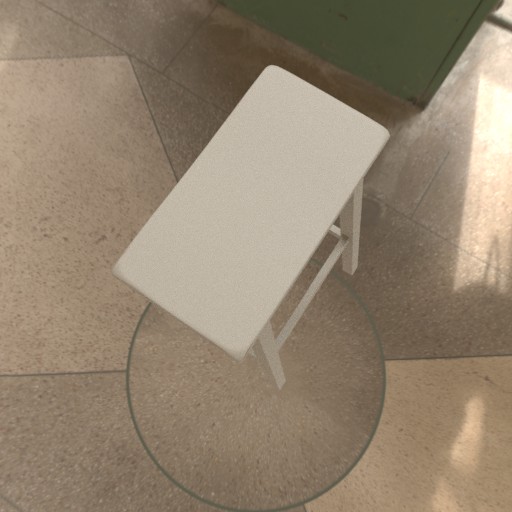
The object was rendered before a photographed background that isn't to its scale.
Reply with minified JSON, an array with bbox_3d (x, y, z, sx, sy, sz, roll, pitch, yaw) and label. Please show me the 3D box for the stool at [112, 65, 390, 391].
[{"bbox_3d":[0.000,0.000,1.050,0.476,0.737,0.457,33,78,8],"label":"stool"}]
